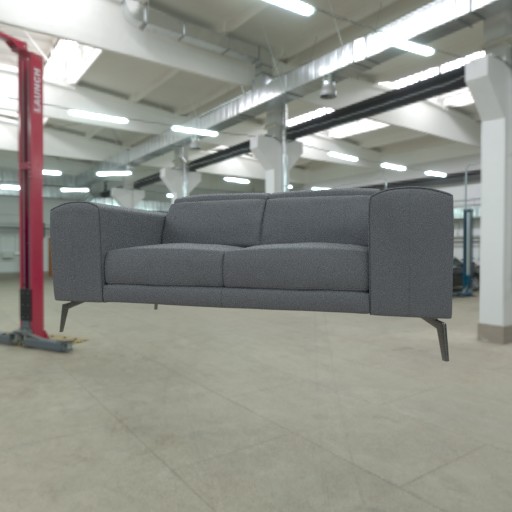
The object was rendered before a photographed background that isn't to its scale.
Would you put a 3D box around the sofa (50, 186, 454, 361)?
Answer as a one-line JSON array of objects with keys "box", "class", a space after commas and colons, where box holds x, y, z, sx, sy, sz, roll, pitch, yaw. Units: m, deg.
[{"box": [0.000, 0.000, 2.385, 1.895, 0.779, 1.003, 0, 1, 19], "class": "sofa"}]
